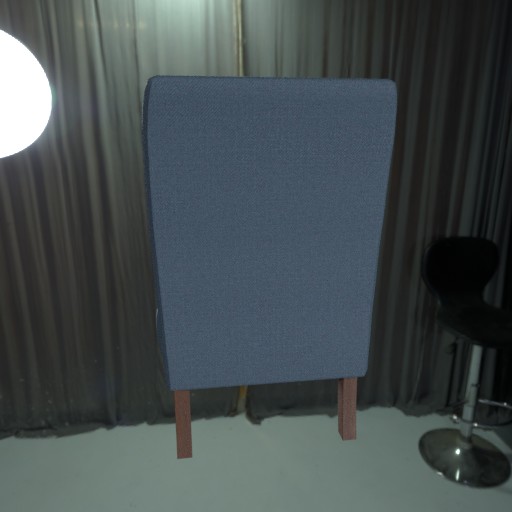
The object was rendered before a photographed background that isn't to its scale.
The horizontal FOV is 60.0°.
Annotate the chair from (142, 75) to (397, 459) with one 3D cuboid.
[{"bbox_3d":[0.000,0.000,1.149,0.513,0.804,0.592,-2,16,-9],"label":"chair"}]
